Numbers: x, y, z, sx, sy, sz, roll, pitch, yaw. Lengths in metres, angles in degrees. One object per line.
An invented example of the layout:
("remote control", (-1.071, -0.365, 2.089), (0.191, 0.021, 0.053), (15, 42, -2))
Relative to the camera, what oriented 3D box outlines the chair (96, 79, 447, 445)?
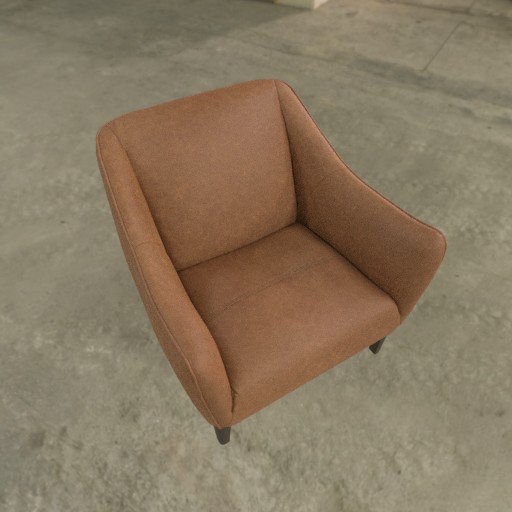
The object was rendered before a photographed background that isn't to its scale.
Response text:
("chair", (0.000, 0.000, 1.541), (0.871, 0.830, 0.852), (-24, 50, -21))
